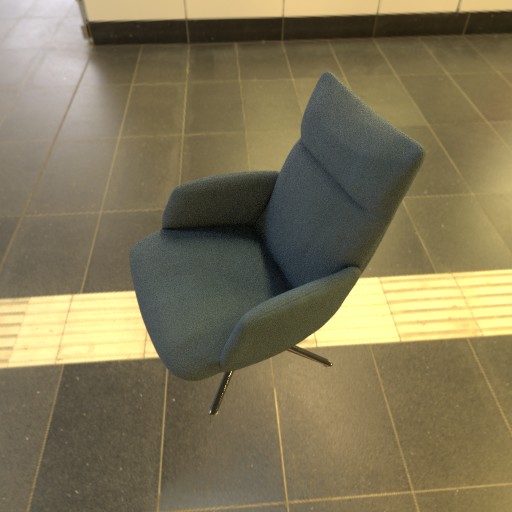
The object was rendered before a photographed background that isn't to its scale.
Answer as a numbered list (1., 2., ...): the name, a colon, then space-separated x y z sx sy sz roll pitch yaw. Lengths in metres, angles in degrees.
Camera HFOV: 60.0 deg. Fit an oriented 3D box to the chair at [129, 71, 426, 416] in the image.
1. chair: 0.000 0.000 1.610 0.889 1.016 0.711 -18 49 -16
